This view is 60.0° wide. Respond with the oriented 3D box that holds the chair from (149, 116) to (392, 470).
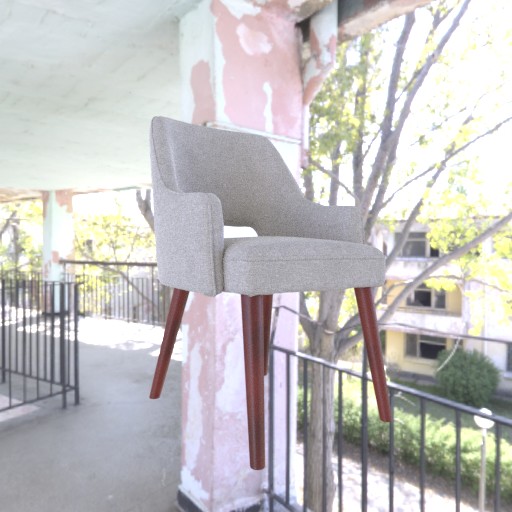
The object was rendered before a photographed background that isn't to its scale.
[{"bbox_3d":[0.000,0.000,1.251,0.548,0.849,0.605,-1,1,-36],"label":"chair"}]
